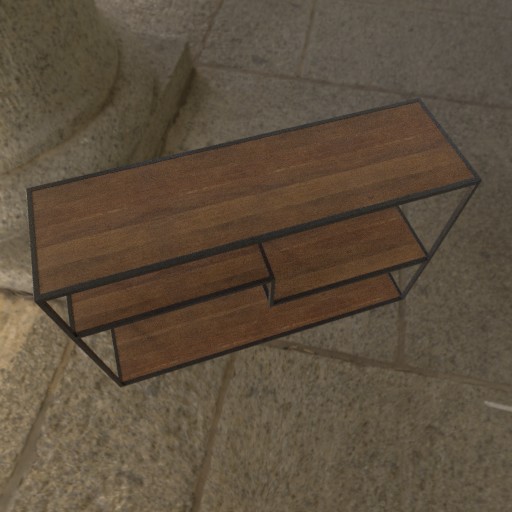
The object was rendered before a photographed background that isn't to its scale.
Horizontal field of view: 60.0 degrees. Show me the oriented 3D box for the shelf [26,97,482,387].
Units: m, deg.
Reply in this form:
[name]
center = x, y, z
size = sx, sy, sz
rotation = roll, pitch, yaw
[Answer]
[shelf]
center = 0.000, 0.000, 1.542
size = 1.201, 0.765, 0.361
rotation = -15, 60, -9
